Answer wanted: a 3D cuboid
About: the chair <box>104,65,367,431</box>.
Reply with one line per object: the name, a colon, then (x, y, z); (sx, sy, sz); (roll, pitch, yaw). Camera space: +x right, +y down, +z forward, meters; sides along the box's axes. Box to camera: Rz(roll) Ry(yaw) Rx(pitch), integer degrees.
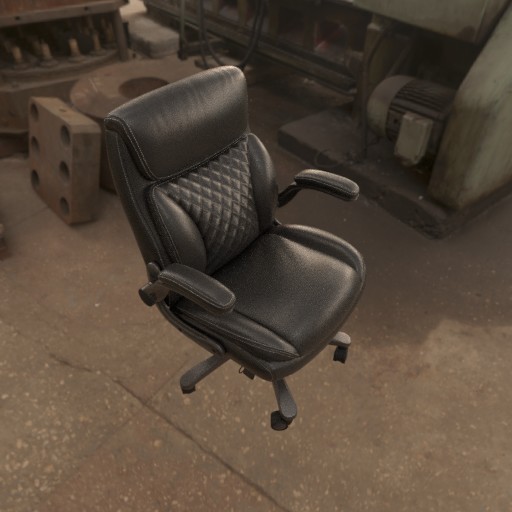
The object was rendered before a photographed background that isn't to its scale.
chair: (0.000, 0.000, 1.597); (0.724, 1.110, 0.782); (28, 48, 28)
